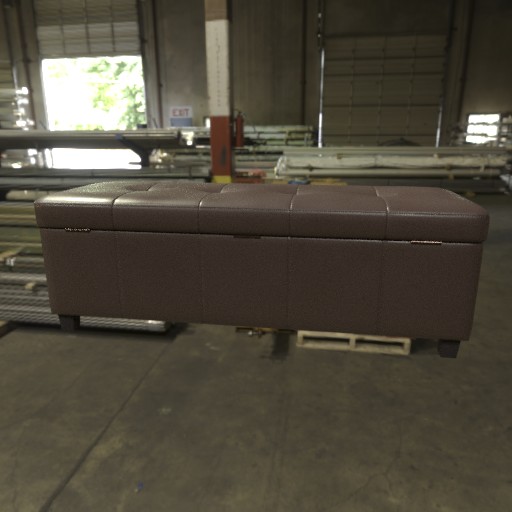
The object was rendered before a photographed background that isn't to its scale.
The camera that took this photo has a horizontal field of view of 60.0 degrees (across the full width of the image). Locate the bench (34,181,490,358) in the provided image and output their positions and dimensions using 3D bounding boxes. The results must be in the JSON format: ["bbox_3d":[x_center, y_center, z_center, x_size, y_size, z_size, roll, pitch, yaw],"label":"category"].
[{"bbox_3d":[0.000,0.000,1.400,1.219,0.417,0.450,2,16,8],"label":"bench"}]
